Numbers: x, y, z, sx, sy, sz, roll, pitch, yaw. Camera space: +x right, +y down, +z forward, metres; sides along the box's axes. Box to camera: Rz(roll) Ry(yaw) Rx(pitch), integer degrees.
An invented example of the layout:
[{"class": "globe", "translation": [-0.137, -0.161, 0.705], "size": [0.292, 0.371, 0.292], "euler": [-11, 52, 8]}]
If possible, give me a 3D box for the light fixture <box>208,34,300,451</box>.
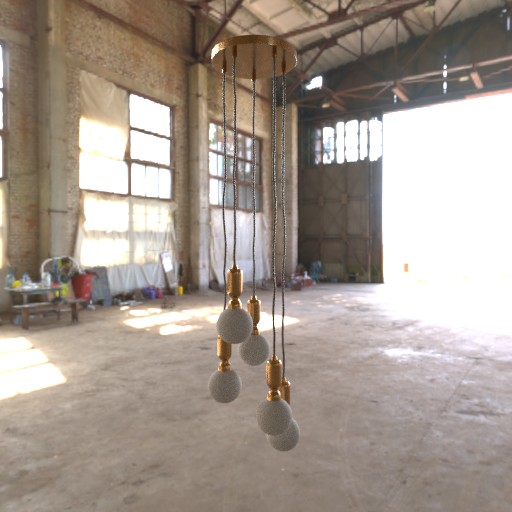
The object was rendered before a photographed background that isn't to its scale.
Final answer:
[{"class": "light fixture", "translation": [0.000, 0.000, 0.504], "size": [0.108, 0.457, 0.105], "euler": [-1, 1, -37]}]
